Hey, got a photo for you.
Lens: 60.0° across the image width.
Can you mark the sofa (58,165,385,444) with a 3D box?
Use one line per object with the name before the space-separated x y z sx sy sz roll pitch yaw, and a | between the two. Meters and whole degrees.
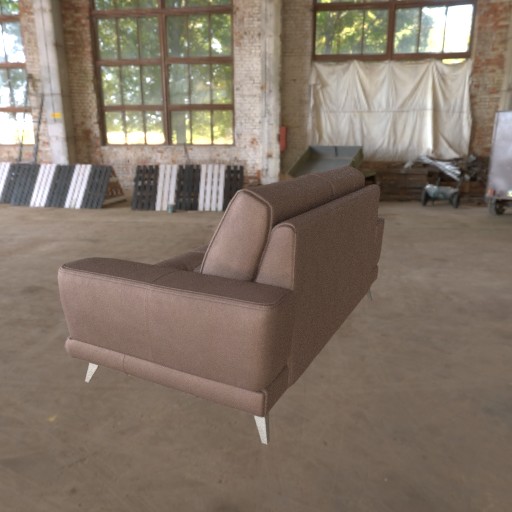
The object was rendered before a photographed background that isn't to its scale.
sofa | 0.000 0.000 2.404 1.018 0.907 1.806 8 17 26
